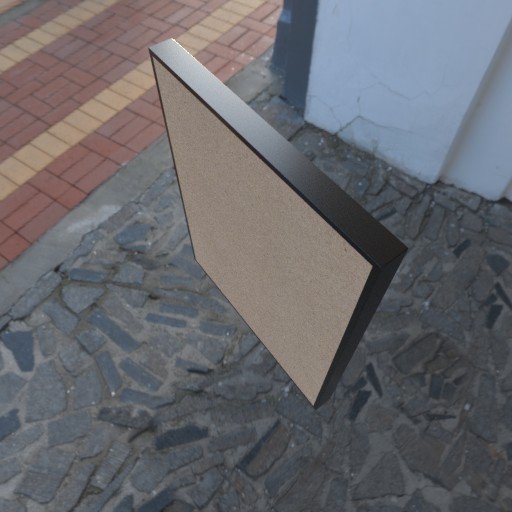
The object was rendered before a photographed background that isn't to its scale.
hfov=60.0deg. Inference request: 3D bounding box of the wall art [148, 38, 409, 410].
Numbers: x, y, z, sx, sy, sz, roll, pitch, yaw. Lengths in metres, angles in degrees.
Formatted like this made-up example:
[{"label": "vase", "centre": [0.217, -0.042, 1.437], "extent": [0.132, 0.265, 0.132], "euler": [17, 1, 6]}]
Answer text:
[{"label": "wall art", "centre": [0.000, 0.000, 0.756], "extent": [0.038, 0.551, 0.448], "euler": [-32, 63, -19]}]
